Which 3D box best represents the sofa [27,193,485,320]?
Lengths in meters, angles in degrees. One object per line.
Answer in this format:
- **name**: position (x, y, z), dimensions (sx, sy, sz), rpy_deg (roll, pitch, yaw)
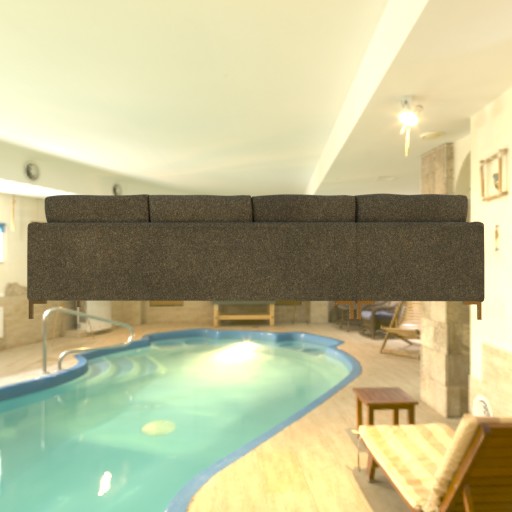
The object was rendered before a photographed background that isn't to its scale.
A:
- **sofa**: position (0.000, 0.000, 3.439), dimensions (2.932, 0.810, 1.350), rpy_deg (0, 0, 1)
